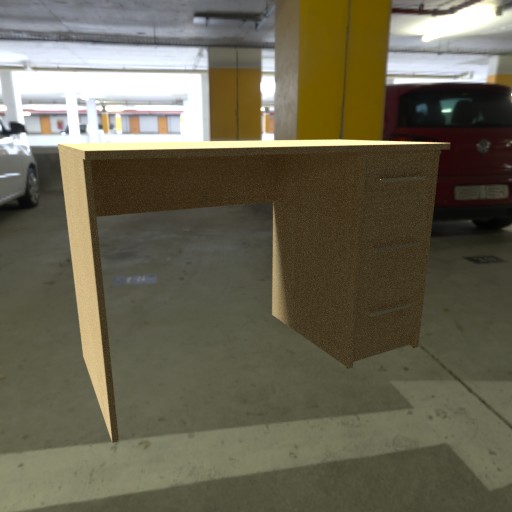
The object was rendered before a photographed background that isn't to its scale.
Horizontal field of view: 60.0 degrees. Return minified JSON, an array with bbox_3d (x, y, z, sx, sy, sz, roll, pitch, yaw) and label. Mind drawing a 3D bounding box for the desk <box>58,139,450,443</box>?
[{"bbox_3d":[0.000,0.000,1.490,1.097,0.735,0.560,-8,18,-27],"label":"desk"}]
